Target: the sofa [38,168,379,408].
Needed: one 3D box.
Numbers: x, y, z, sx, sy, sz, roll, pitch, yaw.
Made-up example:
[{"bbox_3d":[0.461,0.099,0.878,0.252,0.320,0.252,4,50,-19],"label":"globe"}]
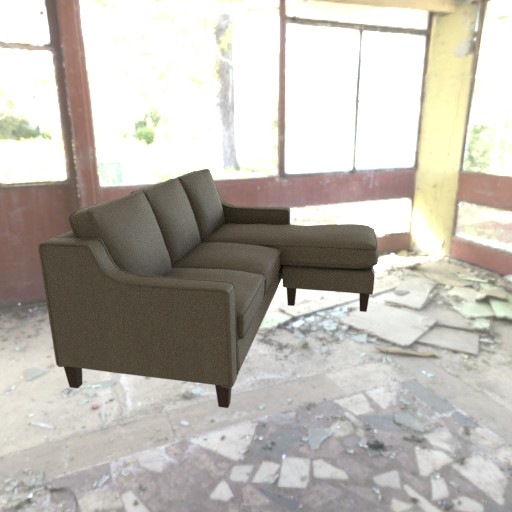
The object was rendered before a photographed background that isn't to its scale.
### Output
[{"bbox_3d":[0.000,0.000,3.321,1.858,1.081,2.317,3,17,11],"label":"sofa"}]
